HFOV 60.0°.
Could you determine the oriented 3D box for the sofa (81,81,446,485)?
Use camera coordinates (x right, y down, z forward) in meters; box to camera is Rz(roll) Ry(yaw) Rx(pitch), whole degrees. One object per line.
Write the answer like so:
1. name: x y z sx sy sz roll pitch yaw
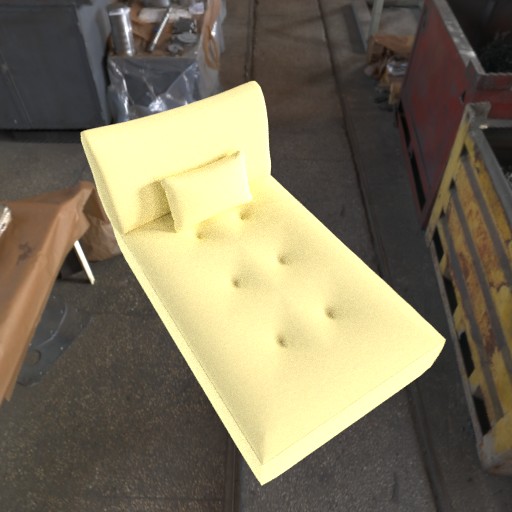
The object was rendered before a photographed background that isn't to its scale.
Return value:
1. sofa: 0.000 0.000 1.963 0.930 0.820 1.450 -26 53 -21
